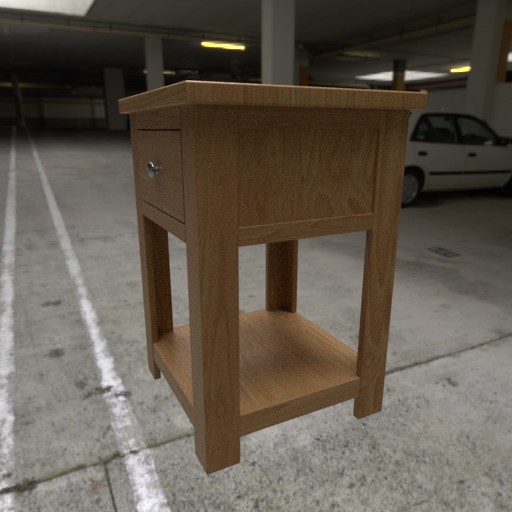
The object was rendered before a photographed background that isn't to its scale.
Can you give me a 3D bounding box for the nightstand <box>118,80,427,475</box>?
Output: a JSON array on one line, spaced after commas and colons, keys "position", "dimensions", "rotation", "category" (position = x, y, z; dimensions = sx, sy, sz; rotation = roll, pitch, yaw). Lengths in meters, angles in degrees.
[{"position": [0.000, 0.000, 0.905], "dimensions": [0.418, 0.614, 0.428], "rotation": [-8, 18, -26], "category": "nightstand"}]
